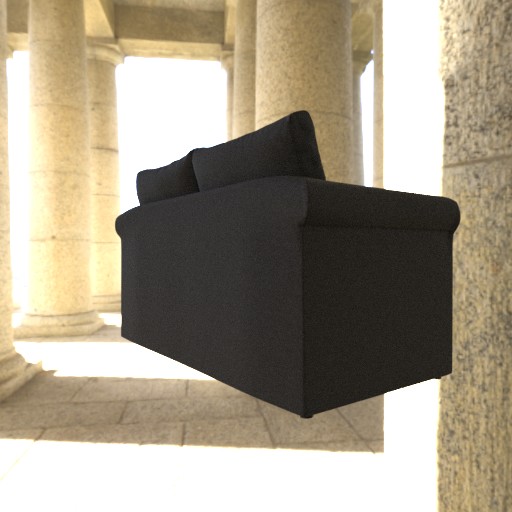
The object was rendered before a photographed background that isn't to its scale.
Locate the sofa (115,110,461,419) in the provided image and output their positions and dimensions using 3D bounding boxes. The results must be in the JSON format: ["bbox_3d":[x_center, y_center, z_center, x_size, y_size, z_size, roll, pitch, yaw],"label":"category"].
[{"bbox_3d":[0.000,0.000,1.922,0.741,0.872,1.460,0,1,-36],"label":"sofa"}]
